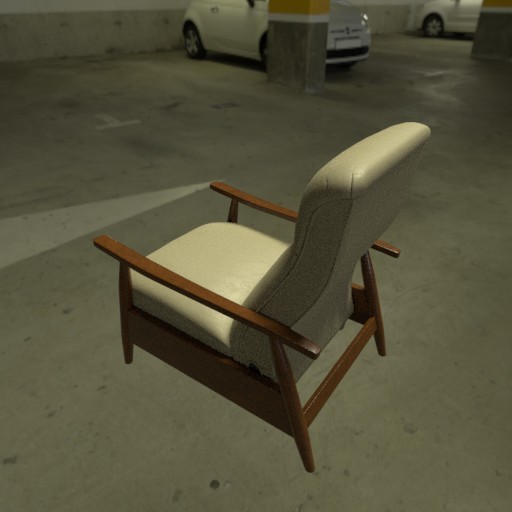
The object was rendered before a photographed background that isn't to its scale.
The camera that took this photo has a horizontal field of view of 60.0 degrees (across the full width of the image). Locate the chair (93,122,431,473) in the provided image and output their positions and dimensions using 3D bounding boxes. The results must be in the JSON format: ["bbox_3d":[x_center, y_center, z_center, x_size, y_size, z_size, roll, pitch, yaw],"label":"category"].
[{"bbox_3d":[0.000,0.000,1.766,1.014,1.082,0.762,19,36,29],"label":"chair"}]
